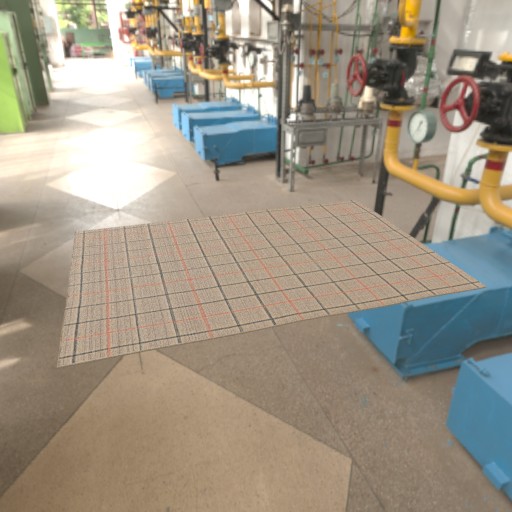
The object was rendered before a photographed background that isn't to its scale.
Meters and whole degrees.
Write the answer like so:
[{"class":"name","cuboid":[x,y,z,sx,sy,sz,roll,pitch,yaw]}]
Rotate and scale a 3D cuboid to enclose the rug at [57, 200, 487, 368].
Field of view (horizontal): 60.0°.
[{"class":"rug","cuboid":[0.000,0.000,2.302,1.829,0.013,1.220,-8,28,-15]}]
